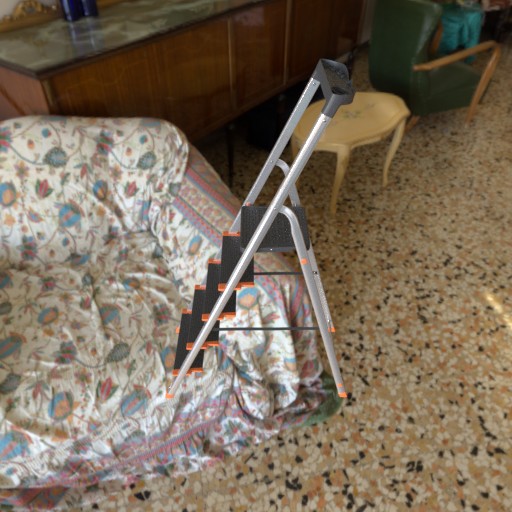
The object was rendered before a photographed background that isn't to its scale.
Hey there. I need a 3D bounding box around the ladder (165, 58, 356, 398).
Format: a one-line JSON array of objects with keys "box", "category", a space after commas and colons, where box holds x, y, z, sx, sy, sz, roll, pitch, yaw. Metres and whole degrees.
[{"box": [0.000, 0.000, 2.053, 0.995, 1.646, 0.480, 0, 42, 0], "category": "ladder"}]
